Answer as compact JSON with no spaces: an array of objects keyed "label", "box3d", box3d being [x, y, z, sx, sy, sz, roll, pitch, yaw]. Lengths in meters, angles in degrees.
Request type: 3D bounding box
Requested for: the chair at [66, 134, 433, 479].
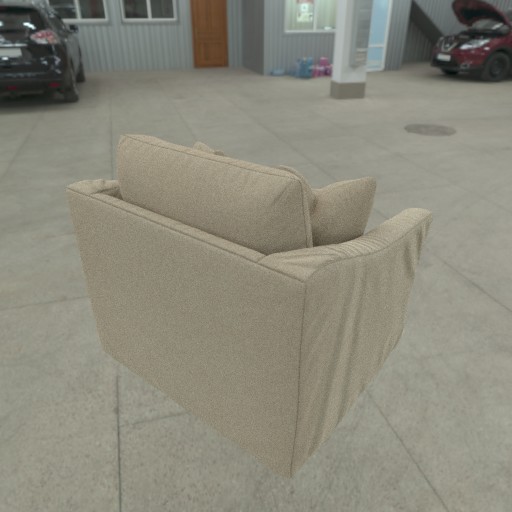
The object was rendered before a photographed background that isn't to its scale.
[{"label":"chair","box3d":[0.000,0.000,2.006,1.194,1.093,1.071,21,36,33]}]
